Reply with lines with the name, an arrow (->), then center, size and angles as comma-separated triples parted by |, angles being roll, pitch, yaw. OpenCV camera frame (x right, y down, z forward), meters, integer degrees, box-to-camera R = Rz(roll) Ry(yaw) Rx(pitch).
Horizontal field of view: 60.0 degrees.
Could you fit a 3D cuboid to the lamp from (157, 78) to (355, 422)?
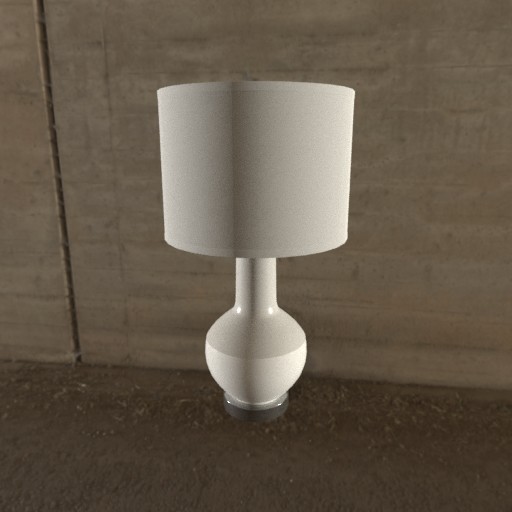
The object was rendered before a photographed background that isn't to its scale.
lamp -> 0.000, 0.000, 0.896 | 0.357, 0.673, 0.357 | -8, 17, -26
